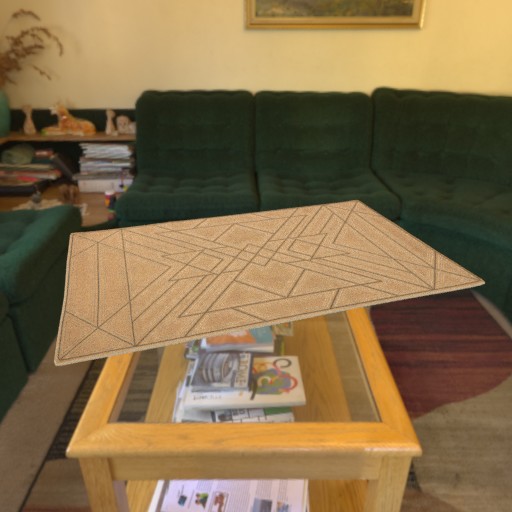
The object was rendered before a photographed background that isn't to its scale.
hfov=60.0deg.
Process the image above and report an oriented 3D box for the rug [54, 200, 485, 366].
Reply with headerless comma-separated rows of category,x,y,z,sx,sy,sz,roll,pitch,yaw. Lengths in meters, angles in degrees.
rug,0.000,0.000,3.041,2.459,0.023,1.575,-8,28,-16
